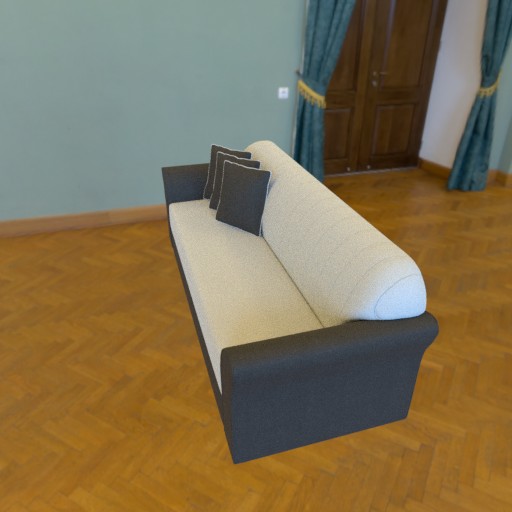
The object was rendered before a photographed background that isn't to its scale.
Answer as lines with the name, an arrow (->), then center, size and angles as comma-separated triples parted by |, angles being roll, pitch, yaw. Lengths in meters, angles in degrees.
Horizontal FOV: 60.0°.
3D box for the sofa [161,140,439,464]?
sofa -> 0.000, 0.000, 2.388 | 0.755, 0.787, 2.001 | -9, 31, -14
